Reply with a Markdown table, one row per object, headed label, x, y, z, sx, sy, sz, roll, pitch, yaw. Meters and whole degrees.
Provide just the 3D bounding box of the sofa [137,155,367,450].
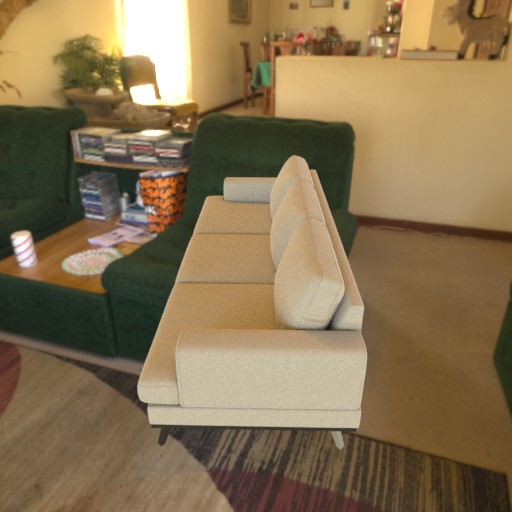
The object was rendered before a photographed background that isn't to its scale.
| label | x | y | z | sx | sy | sz | roll | pitch | yaw |
| --- | --- | --- | --- | --- | --- | --- | --- | --- | --- |
| sofa | 0.000 | 0.000 | 2.783 | 0.920 | 0.810 | 2.310 | 1 | 27 | 1 |
